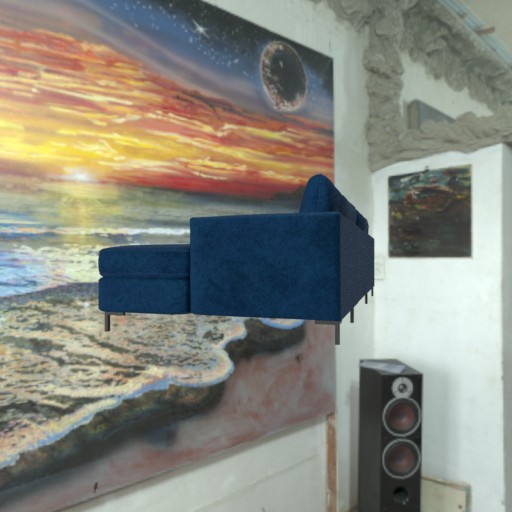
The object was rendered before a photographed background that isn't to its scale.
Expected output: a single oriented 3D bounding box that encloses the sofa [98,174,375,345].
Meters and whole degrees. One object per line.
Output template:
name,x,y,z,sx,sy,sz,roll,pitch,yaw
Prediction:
sofa,0.000,0.000,4.312,2.055,0.992,3.434,0,0,18
